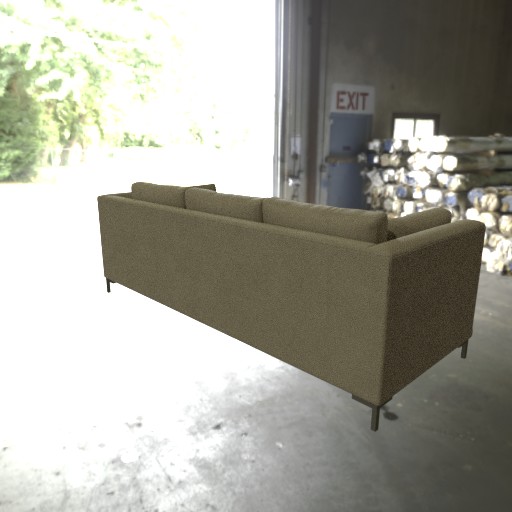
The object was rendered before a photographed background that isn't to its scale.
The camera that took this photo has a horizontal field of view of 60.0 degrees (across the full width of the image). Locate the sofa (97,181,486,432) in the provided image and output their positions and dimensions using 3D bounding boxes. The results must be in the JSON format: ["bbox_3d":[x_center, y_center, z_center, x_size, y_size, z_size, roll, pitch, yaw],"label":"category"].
[{"bbox_3d":[0.000,0.000,2.847,0.969,0.867,2.415,-14,20,-42],"label":"sofa"}]
